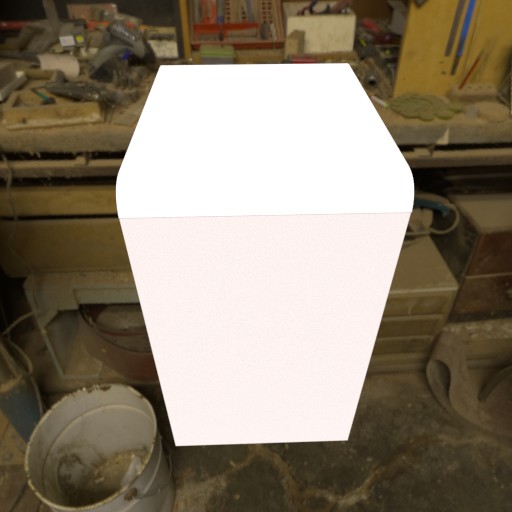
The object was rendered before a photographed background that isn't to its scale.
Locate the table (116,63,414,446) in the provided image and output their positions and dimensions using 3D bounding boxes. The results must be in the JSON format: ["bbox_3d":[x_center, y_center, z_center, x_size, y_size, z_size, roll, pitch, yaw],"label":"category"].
[{"bbox_3d":[0.000,0.000,0.853,0.350,0.590,0.450,-1,41,-1],"label":"table"}]
